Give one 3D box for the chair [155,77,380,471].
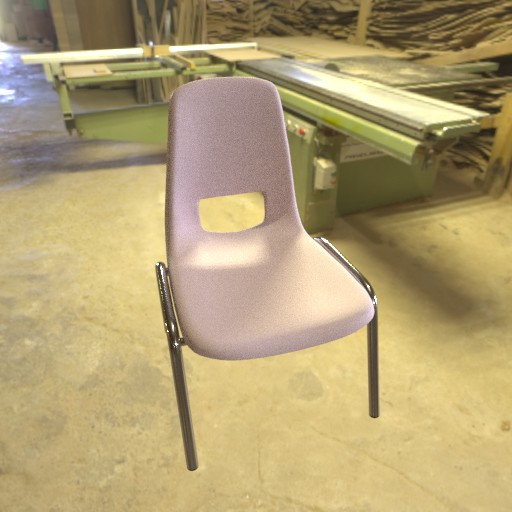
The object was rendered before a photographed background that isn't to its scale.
[{"bbox_3d":[0.000,0.000,0.780,0.354,0.537,0.385,-9,32,-15],"label":"chair"}]
